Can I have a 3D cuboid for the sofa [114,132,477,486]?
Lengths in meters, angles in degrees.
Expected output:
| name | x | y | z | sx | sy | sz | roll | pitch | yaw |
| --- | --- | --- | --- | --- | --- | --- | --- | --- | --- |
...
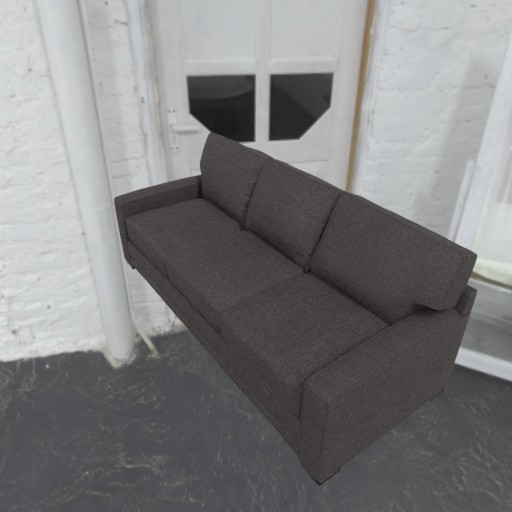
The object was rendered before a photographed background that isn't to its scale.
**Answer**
| name | x | y | z | sx | sy | sz | roll | pitch | yaw |
| --- | --- | --- | --- | --- | --- | --- | --- | --- | --- |
| sofa | 0.000 | 0.000 | 2.841 | 1.004 | 0.978 | 2.369 | -21 | 38 | -29 |
